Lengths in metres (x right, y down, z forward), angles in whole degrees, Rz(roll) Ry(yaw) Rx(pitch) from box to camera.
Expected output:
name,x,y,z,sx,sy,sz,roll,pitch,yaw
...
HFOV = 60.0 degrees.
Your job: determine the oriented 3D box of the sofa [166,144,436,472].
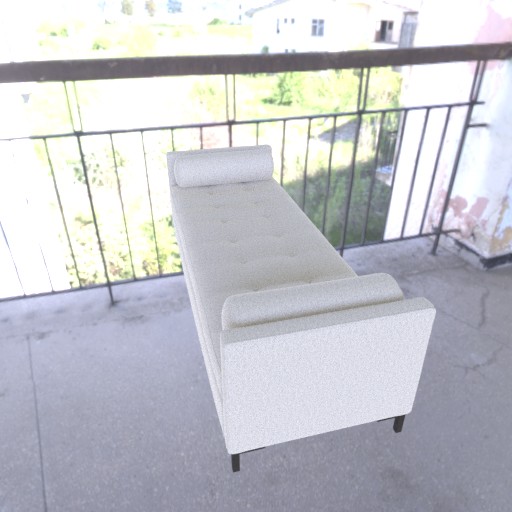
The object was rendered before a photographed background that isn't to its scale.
name,x,y,z,sx,sy,sz,roll,pitch,yaw
sofa,0.000,0.000,2.353,0.746,0.641,1.985,-8,31,-13
